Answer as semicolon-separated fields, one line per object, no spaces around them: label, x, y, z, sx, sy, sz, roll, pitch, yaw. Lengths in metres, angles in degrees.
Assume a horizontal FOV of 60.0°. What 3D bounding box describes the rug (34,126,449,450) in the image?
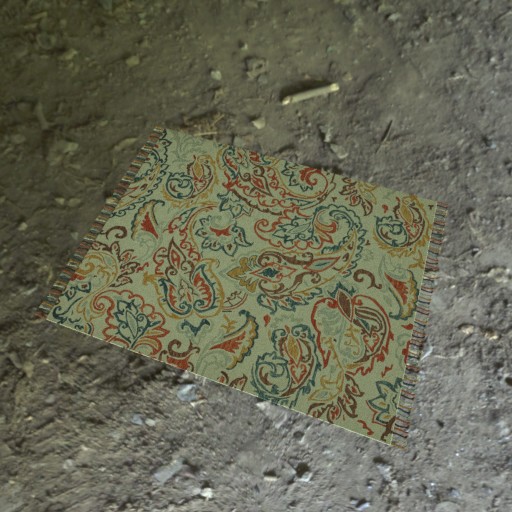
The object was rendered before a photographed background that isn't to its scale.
rug;0.000;0.000;4.199;3.274;0.015;2.439;17;62;10
